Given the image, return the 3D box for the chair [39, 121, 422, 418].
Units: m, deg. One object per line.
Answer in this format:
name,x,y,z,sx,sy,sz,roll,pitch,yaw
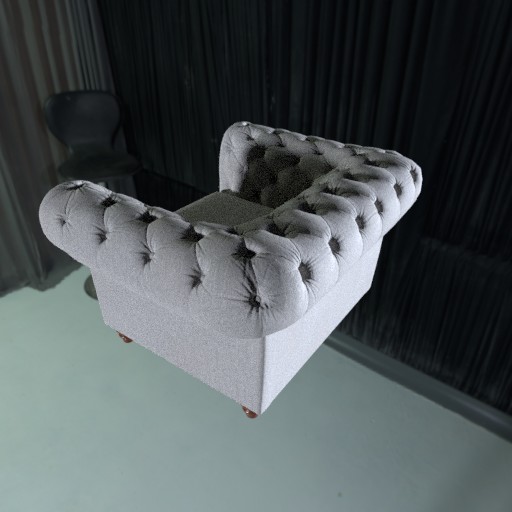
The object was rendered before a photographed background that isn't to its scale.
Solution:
chair,0.000,0.000,1.851,0.976,0.770,1.270,21,37,30
